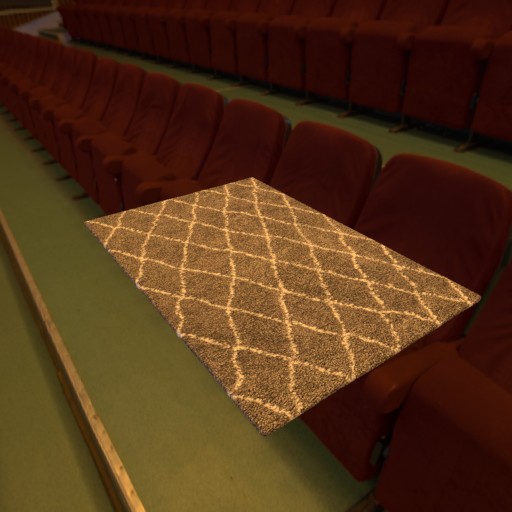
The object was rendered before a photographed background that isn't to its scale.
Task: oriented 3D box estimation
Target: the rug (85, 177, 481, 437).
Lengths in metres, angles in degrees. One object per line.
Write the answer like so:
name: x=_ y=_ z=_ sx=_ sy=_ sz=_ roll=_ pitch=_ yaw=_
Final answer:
rug: x=0.000 y=0.000 z=2.297 sx=1.219 sy=0.030 sz=1.778 roll=-21 pitch=37 yaw=-30
